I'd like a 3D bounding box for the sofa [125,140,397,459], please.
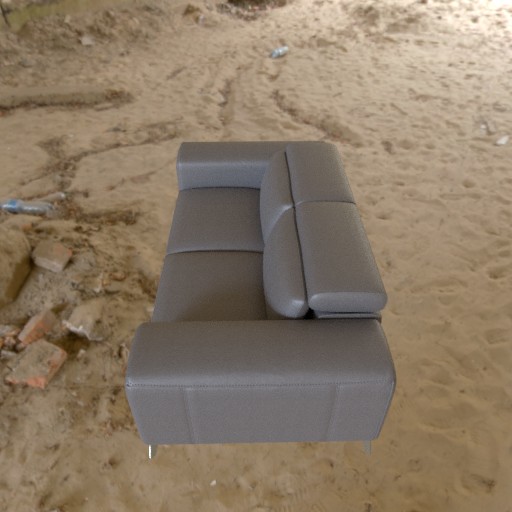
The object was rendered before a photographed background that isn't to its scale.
[{"bbox_3d":[0.000,0.000,2.445,1.024,0.753,1.930,-1,41,-1],"label":"sofa"}]
